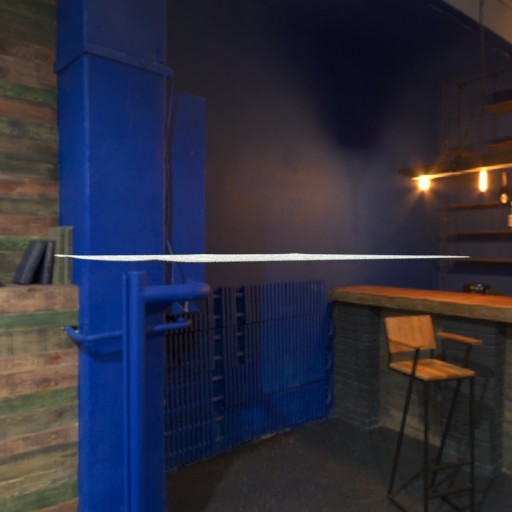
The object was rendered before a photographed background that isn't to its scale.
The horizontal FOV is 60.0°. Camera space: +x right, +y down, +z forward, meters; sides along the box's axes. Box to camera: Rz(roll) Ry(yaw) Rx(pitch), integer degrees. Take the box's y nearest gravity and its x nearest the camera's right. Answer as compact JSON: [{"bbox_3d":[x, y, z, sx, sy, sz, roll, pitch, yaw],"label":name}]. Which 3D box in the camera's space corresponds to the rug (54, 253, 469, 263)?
[{"bbox_3d":[0.000,0.000,3.969,2.925,0.026,2.343,-1,1,-35],"label":"rug"}]
